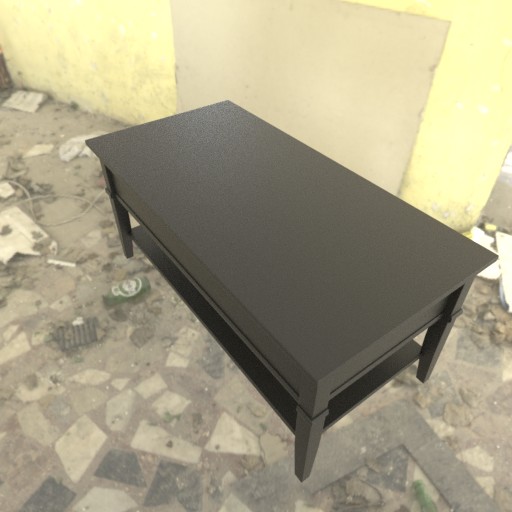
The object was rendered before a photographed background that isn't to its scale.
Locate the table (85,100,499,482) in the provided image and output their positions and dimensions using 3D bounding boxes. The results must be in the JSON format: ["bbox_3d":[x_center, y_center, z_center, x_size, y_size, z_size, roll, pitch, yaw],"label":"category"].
[{"bbox_3d":[0.000,0.000,1.300,0.523,0.470,1.044,-26,48,-26],"label":"table"}]
